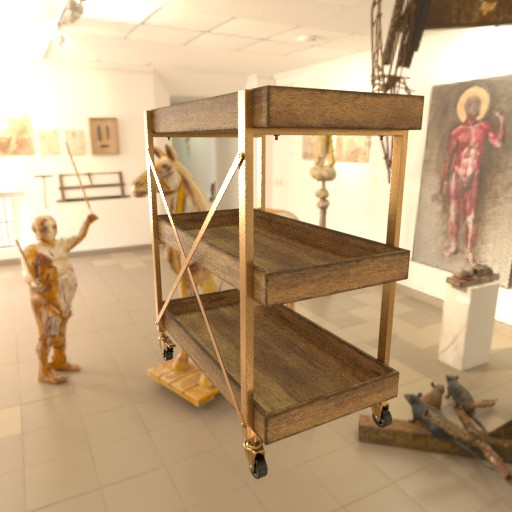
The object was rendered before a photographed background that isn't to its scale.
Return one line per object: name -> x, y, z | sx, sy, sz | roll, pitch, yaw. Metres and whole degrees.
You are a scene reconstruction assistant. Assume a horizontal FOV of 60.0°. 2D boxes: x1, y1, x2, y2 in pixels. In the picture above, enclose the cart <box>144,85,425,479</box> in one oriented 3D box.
cart -> 0.000, 0.000, 1.234 | 0.416, 0.799, 0.750 | -8, 17, -28
